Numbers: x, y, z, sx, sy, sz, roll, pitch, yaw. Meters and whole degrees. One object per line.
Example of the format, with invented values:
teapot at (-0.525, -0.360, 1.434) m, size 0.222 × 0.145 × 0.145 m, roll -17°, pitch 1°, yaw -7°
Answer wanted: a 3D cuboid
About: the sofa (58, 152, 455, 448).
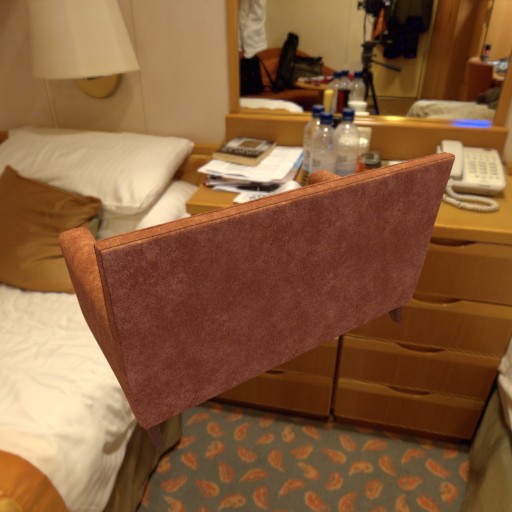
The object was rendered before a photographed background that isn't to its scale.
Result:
sofa at (0.000, 0.000, 1.967) m, size 1.473 × 0.871 × 0.787 m, roll -18°, pitch 34°, yaw -29°
